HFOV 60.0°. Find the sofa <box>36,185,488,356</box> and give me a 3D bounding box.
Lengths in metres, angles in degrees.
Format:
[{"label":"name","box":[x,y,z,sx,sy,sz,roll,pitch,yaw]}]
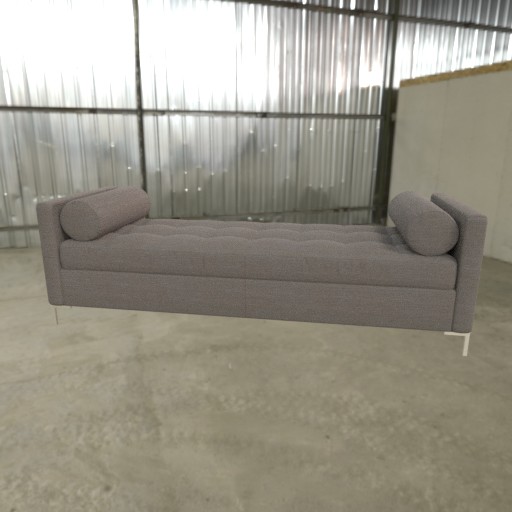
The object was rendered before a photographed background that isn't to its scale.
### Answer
[{"label":"sofa","box":[0.000,0.000,2.308,1.981,0.635,0.686,3,16,9]}]
